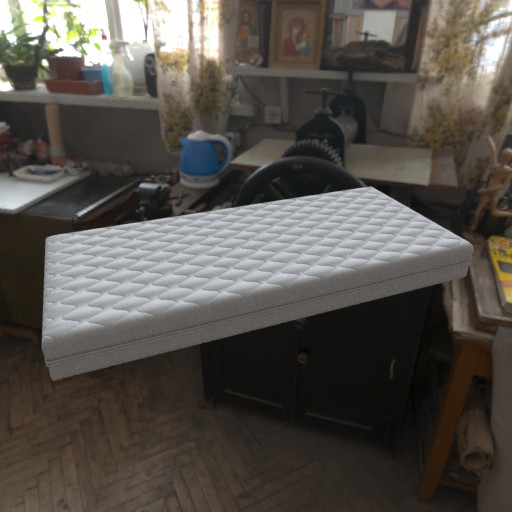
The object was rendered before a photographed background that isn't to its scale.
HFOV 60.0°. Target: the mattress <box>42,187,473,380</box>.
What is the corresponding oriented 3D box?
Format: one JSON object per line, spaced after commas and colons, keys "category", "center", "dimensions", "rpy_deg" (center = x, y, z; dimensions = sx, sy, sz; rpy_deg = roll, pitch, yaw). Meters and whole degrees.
{"category": "mattress", "center": [0.000, 0.000, 2.286], "dimensions": [2.000, 0.200, 0.900], "rpy_deg": [-11, 31, -19]}
